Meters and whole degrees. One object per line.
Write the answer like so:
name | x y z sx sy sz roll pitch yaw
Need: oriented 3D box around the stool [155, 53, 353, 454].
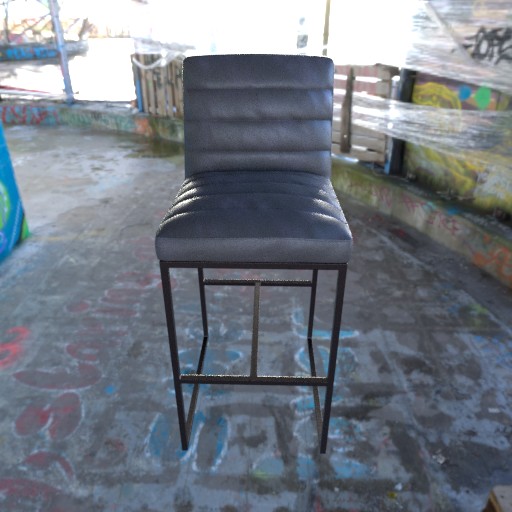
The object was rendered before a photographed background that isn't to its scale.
stool | 0.000 0.000 1.324 0.463 1.065 0.562 1 29 1
